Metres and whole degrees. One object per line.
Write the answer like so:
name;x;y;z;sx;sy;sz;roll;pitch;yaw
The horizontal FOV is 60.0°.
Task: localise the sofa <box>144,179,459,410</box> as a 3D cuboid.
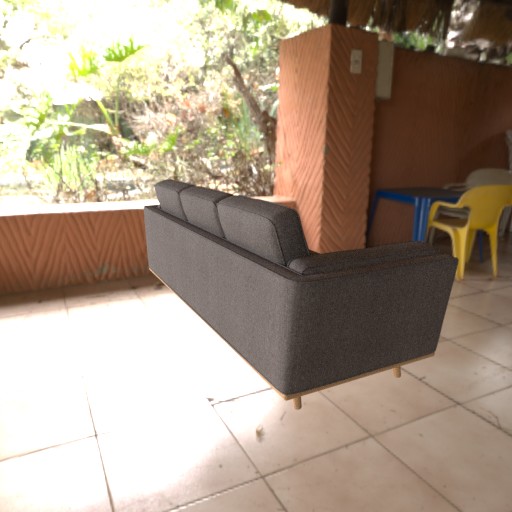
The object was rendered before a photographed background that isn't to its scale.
sofa;0.000;0.000;2.878;0.903;0.899;2.362;-7;16;-27
